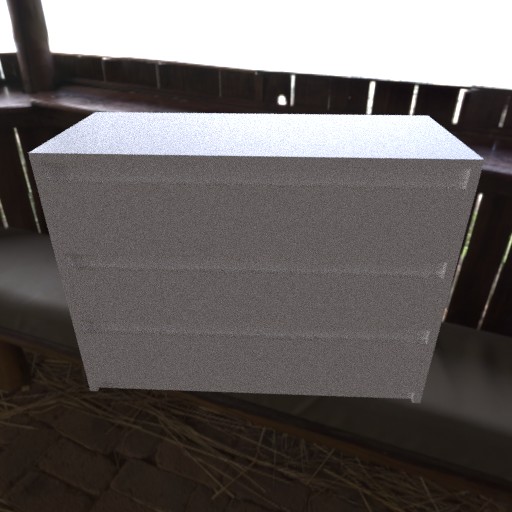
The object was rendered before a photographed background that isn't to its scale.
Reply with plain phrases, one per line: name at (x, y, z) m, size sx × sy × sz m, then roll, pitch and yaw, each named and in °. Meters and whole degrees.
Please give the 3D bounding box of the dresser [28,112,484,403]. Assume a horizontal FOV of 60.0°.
dresser at (0.000, 0.000, 1.471) m, size 1.100 × 0.820 × 0.460 m, roll 1°, pitch 30°, yaw 2°
